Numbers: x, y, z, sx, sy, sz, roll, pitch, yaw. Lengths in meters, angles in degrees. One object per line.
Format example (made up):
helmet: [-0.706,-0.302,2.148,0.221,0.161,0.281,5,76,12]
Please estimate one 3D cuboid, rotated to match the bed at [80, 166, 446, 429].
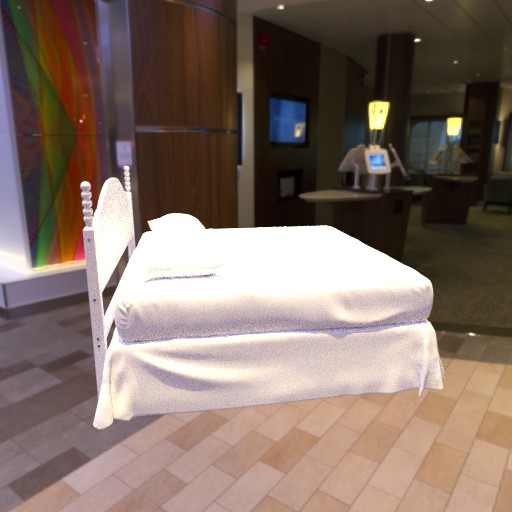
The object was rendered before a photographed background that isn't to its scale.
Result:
bed: [0.000,0.000,3.568,2.219,1.355,2.322,-2,14,-9]
